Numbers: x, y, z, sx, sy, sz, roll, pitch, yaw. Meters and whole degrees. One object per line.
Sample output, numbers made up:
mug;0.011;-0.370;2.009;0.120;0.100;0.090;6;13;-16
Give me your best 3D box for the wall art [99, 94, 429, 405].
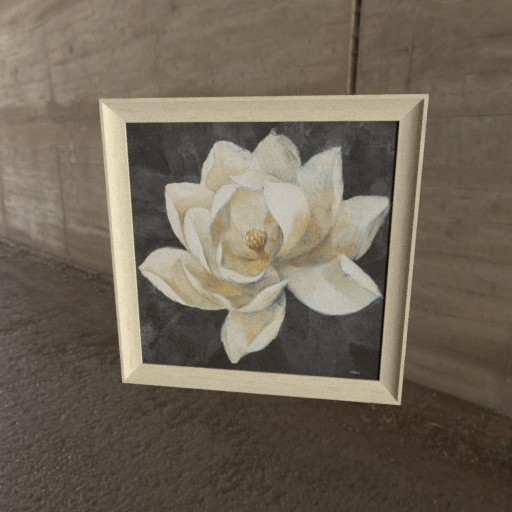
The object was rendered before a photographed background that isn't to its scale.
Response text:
wall art;0.000;0.000;1.500;1.016;1.016;0.045;2;15;8
